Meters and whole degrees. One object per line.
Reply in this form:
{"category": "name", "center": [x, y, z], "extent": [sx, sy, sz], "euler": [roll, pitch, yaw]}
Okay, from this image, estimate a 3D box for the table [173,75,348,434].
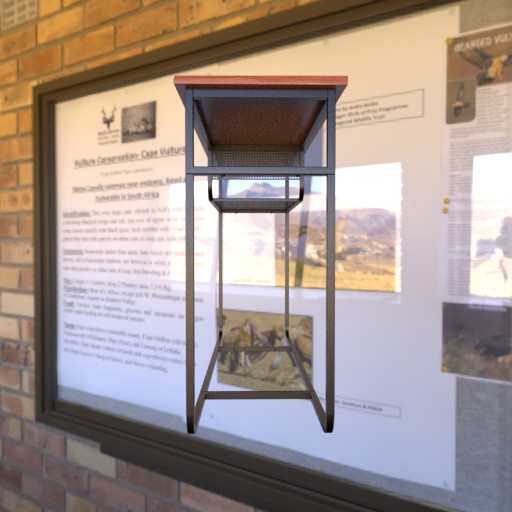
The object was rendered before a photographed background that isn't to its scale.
{"category": "table", "center": [0.000, 0.000, 1.446], "extent": [0.350, 0.750, 1.100], "euler": [0, 1, -1]}
